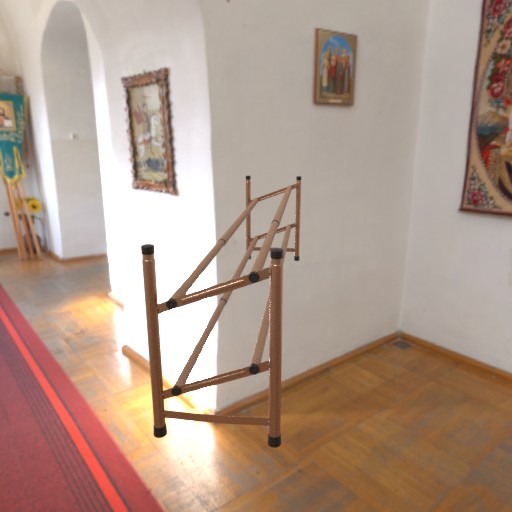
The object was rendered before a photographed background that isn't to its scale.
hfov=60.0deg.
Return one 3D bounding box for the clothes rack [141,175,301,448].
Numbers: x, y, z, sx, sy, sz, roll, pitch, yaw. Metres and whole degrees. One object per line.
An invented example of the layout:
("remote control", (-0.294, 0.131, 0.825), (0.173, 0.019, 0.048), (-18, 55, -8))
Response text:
("clothes rack", (0.000, 0.000, 1.281), (0.229, 0.349, 1.168), (2, 16, 7))
